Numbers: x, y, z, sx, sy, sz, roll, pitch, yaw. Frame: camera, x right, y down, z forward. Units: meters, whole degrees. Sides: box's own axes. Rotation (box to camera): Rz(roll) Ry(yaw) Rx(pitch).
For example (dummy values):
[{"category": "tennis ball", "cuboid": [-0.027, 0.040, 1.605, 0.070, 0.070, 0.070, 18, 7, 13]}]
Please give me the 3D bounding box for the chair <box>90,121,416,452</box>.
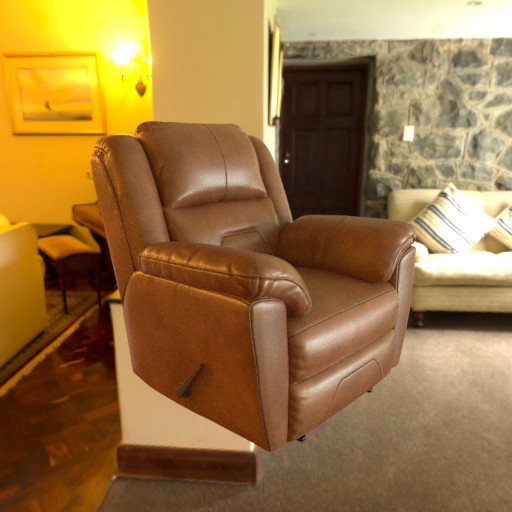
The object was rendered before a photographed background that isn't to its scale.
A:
[{"category": "chair", "cuboid": [0.000, 0.000, 1.855, 0.990, 1.093, 1.041, -14, 20, -43]}]
